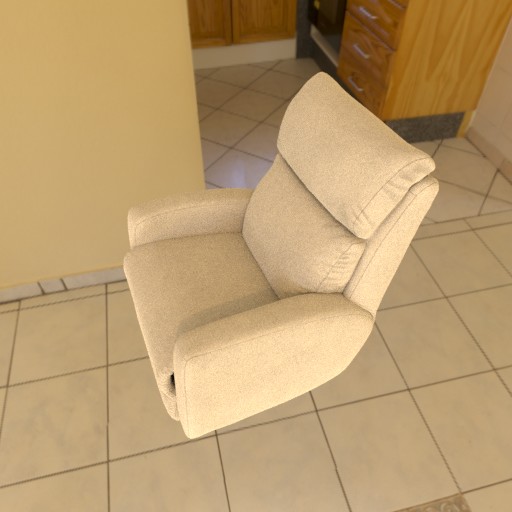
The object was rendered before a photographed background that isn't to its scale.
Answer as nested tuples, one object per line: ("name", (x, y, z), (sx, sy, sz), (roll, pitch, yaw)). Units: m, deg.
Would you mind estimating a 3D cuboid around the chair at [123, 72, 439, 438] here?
("chair", (0.000, 0.000, 1.637), (0.940, 1.021, 0.794), (-17, 49, -16))
